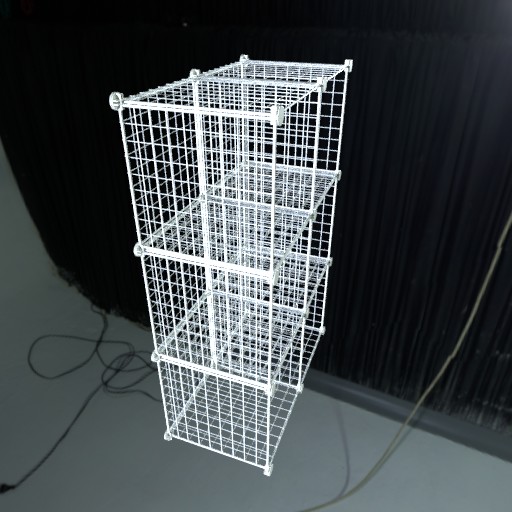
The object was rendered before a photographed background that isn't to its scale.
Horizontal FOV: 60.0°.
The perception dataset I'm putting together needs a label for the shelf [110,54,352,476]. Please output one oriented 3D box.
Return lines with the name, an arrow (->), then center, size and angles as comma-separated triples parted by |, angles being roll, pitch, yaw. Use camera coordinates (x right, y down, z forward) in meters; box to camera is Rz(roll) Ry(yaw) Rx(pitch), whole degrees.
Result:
shelf -> 0.000, 0.000, 1.383 | 0.356, 1.067, 0.711 | 11, 32, 18
